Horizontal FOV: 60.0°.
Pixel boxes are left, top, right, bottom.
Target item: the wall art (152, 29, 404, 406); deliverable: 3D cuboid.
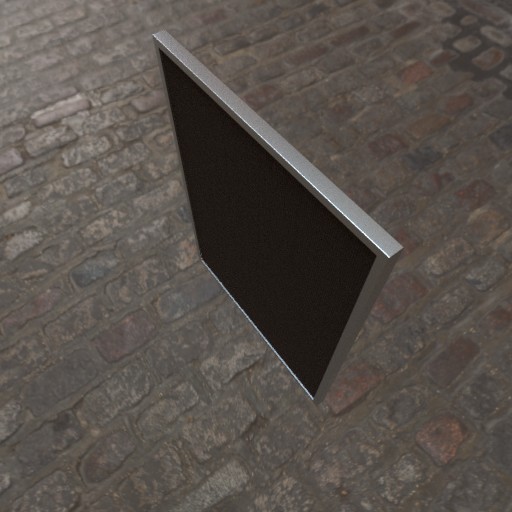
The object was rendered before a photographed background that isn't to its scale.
[{"bbox_3d":[0.000,0.000,1.373,0.037,1.062,0.801,-33,64,-18],"label":"wall art"}]
